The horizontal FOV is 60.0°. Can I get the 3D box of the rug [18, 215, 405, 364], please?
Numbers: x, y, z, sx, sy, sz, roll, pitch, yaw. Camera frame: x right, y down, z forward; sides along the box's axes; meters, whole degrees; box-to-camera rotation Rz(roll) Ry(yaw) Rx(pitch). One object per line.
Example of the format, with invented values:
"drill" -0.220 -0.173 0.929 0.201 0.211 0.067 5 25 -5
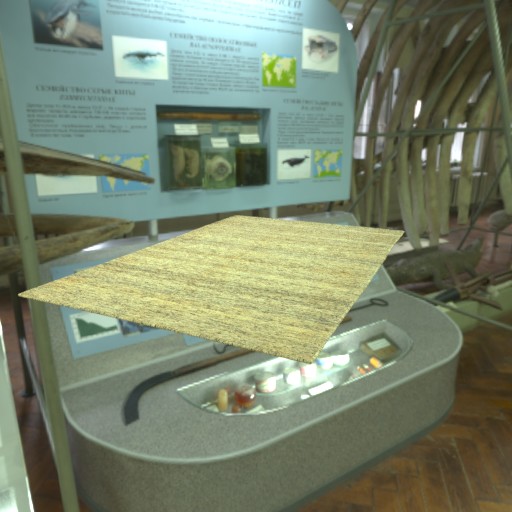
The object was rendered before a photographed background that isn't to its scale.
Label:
"rug" 0.000 0.000 2.313 1.243 0.014 1.846 8 18 25
